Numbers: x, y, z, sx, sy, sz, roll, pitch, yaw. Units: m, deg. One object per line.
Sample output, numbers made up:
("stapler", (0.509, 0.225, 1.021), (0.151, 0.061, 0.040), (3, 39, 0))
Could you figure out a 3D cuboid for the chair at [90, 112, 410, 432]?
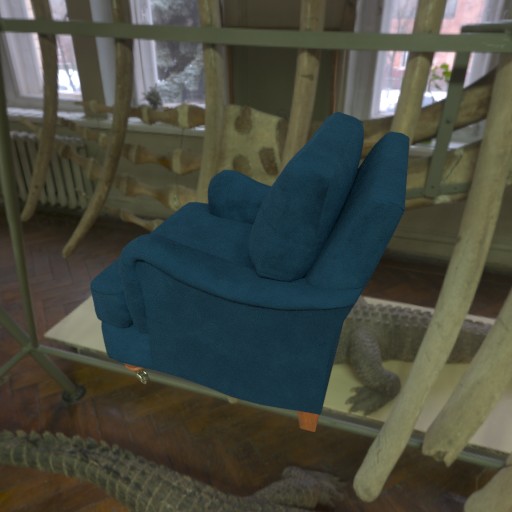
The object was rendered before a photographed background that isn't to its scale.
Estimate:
("chair", (0.000, 0.000, 1.851), (1.078, 1.076, 0.895), (9, 30, 16))
